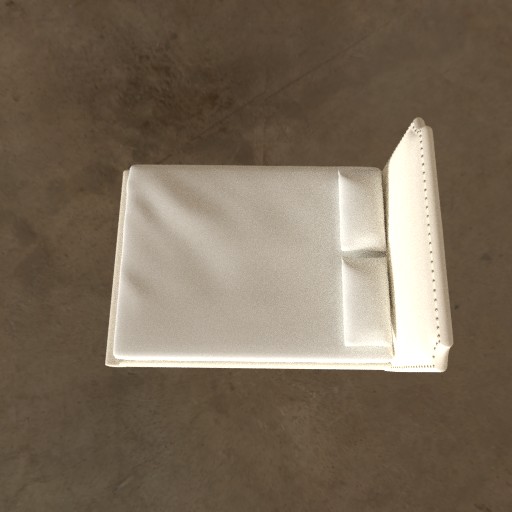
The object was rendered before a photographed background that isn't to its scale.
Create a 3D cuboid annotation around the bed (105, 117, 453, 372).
[{"bbox_3d":[0.000,0.000,3.436,2.365,1.443,1.712,1,75,0],"label":"bed"}]
